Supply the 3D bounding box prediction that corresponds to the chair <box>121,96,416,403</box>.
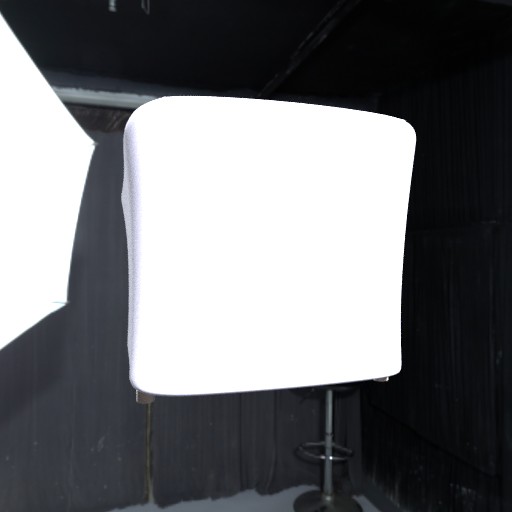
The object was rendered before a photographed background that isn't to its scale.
[{"bbox_3d":[0.000,0.000,1.349,0.790,0.720,0.700,0,1,-16],"label":"chair"}]
